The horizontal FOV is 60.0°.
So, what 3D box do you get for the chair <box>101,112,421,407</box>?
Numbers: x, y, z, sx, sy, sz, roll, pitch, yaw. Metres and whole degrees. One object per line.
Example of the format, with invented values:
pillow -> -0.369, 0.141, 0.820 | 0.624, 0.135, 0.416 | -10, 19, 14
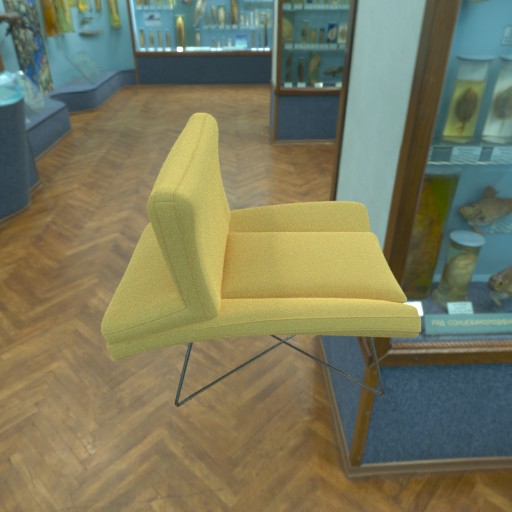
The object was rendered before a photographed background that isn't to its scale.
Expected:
chair -> 0.000, 0.000, 1.649 | 1.008, 0.855, 0.859 | 0, 31, 0
